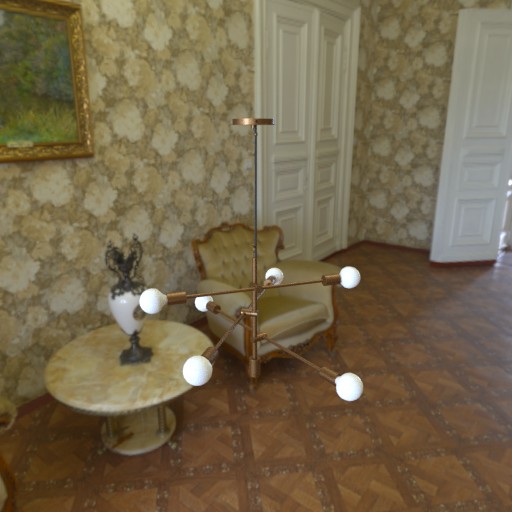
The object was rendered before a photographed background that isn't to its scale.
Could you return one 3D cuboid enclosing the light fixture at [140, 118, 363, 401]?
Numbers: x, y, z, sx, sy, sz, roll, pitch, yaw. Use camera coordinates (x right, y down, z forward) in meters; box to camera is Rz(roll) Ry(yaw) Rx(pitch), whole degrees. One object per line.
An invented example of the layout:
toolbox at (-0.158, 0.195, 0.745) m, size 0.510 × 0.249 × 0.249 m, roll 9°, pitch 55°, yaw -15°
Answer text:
light fixture at (0.000, 0.000, 1.259) m, size 0.637 × 0.744 × 0.682 m, roll -2°, pitch 16°, yaw -8°
